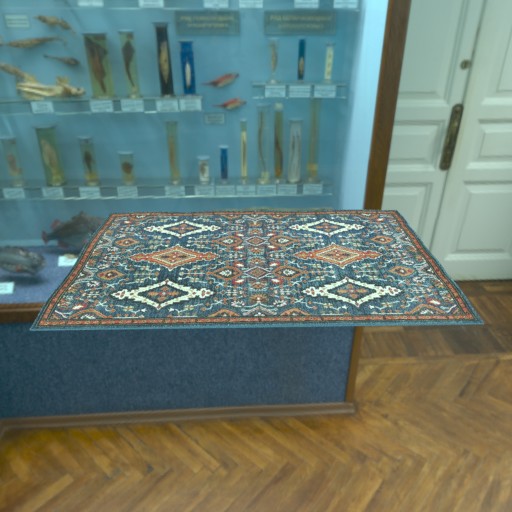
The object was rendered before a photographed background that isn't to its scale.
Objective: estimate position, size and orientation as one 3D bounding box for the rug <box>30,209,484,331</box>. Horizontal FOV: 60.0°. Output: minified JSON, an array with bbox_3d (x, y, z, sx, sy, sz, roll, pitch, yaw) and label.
[{"bbox_3d":[0.000,0.000,2.301,1.847,0.014,1.195,-1,29,-1],"label":"rug"}]
